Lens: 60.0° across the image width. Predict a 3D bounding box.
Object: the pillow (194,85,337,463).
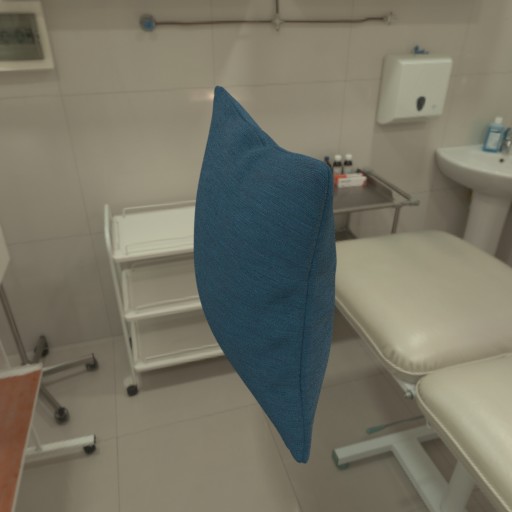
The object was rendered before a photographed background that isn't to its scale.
[{"bbox_3d":[0.000,0.000,0.665,0.177,0.420,0.437,-9,32,-15],"label":"pillow"}]
